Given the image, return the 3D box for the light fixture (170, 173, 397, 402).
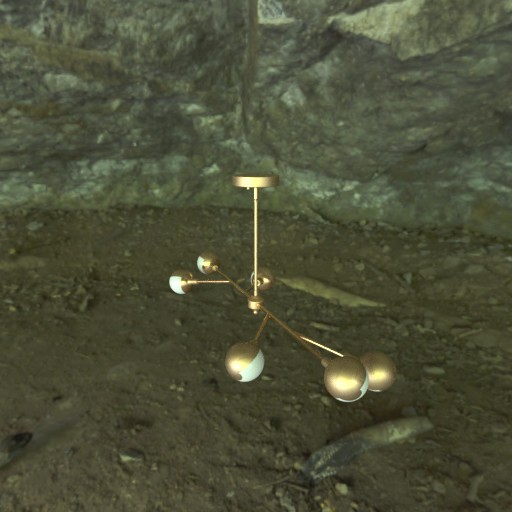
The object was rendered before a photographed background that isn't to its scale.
[{"bbox_3d":[0.000,0.000,1.007,0.434,0.362,0.778,-2,15,-7],"label":"light fixture"}]
